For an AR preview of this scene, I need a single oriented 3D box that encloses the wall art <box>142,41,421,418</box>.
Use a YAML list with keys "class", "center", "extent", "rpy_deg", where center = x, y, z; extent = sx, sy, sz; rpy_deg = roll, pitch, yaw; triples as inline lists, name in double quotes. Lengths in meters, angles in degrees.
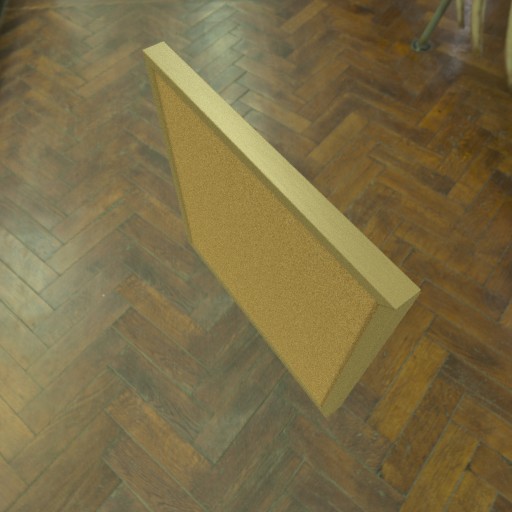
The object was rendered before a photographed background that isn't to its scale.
- class: "wall art"
  center: [0.000, 0.000, 0.758]
  extent: [0.036, 0.509, 0.509]
  rpy_deg: [-32, 64, -18]
